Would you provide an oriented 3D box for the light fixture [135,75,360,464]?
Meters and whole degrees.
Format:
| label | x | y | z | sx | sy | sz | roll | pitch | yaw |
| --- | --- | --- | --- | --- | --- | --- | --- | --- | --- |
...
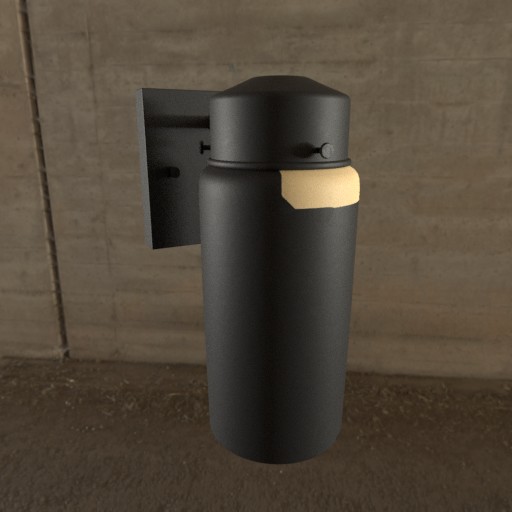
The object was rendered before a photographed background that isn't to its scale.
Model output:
| label | x | y | z | sx | sy | sz | roll | pitch | yaw |
| --- | --- | --- | --- | --- | --- | --- | --- | --- | --- |
| light fixture | 0.000 | 0.000 | 0.352 | 0.130 | 0.257 | 0.176 | -8 | 18 | -27 |
